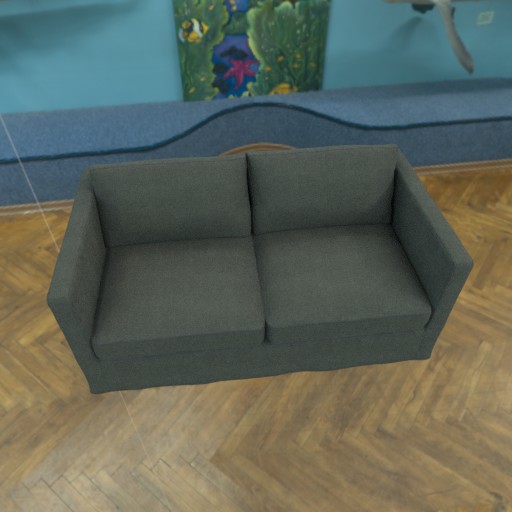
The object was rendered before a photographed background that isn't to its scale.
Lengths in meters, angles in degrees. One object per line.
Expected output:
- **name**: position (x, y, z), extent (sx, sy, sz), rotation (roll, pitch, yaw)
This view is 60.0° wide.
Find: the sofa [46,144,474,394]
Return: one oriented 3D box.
- **sofa**: position (0.000, 0.000, 2.327), extent (1.802, 0.854, 0.974), rotation (-5, 45, -5)
